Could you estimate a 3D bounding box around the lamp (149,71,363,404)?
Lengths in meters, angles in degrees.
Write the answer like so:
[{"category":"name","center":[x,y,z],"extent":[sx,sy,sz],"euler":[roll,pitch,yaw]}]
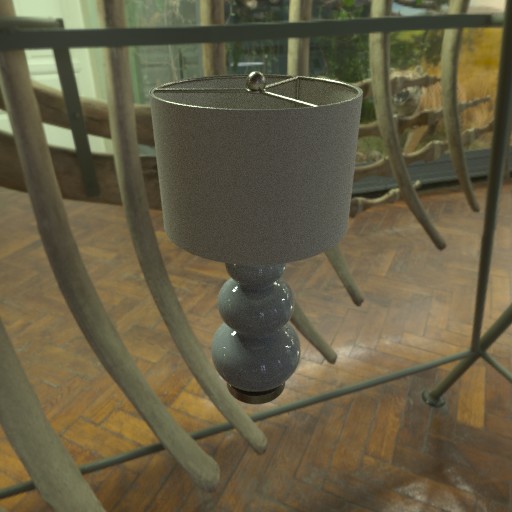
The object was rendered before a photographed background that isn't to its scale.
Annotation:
[{"category":"lamp","center":[0.000,0.000,0.943],"extent":[0.367,0.730,0.367],"euler":[-10,31,-17]}]
